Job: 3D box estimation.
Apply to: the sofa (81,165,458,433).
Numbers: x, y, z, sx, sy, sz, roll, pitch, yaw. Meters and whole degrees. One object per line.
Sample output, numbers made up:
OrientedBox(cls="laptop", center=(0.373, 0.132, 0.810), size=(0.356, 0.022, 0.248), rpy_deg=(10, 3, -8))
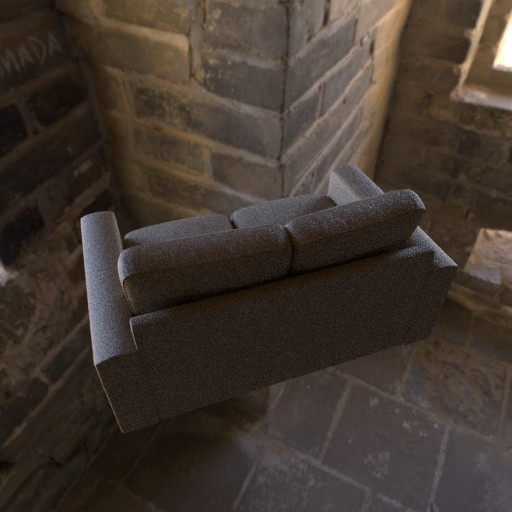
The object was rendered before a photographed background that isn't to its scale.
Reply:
OrientedBox(cls="sofa", center=(0.000, 0.000, 2.252), size=(1.616, 0.873, 1.016), rpy_deg=(-13, 43, -14))
